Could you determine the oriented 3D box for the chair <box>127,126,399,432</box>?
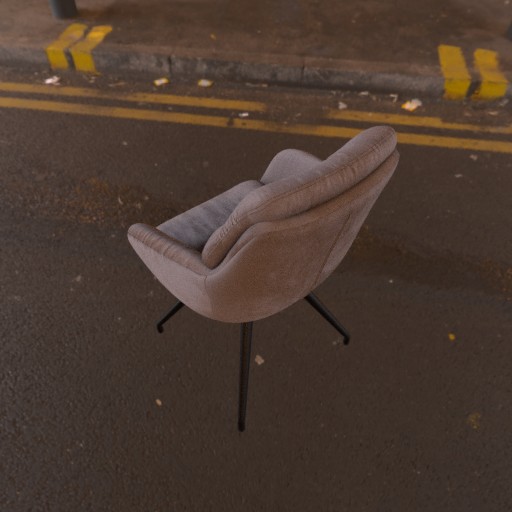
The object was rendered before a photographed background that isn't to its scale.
[{"bbox_3d":[0.000,0.000,1.263,0.579,0.888,0.569,-32,54,-26],"label":"chair"}]
